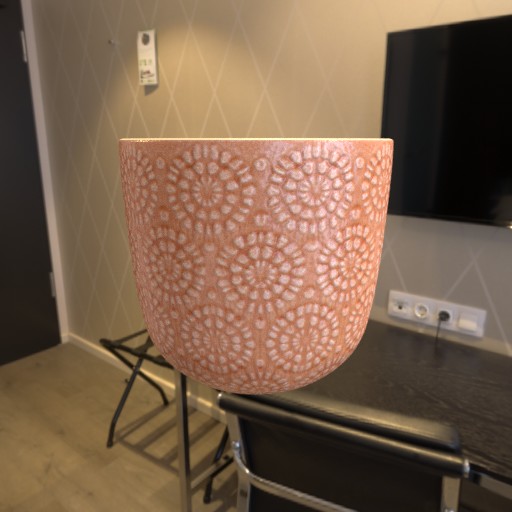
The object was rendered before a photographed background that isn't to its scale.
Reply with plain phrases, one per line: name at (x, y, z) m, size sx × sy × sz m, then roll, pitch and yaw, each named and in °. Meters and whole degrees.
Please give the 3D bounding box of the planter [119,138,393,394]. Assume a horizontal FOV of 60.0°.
planter at (0.000, 0.000, 0.372) m, size 0.208 × 0.190 × 0.208 m, roll 0°, pitch 15°, yaw 0°
